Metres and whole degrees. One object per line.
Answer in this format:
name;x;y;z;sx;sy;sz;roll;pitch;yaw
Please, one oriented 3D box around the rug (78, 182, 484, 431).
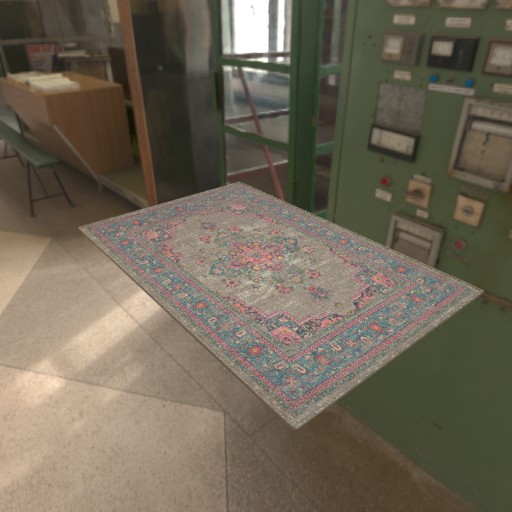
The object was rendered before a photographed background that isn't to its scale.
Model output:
rug;0.000;0.000;2.199;1.144;0.014;1.748;-22;36;-33
